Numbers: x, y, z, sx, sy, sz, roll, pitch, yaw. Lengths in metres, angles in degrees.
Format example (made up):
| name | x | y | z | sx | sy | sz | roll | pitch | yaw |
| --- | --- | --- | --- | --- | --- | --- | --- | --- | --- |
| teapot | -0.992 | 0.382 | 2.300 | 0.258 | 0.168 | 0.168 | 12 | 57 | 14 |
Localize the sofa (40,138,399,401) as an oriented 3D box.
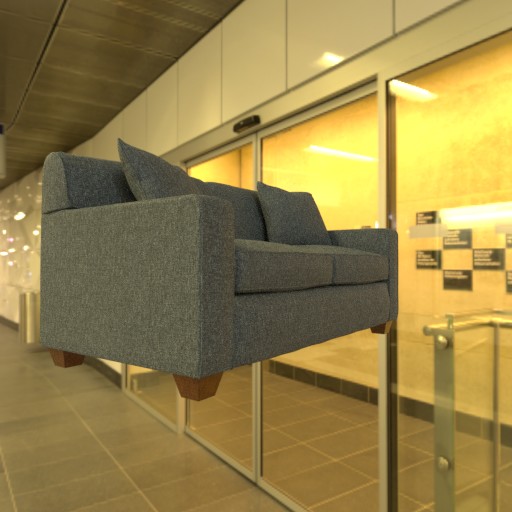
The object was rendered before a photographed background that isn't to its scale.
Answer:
| name | x | y | z | sx | sy | sz | roll | pitch | yaw |
| --- | --- | --- | --- | --- | --- | --- | --- | --- | --- |
| sofa | 0.000 | 0.000 | 2.363 | 0.998 | 0.958 | 1.846 | -1 | -1 | 36 |
